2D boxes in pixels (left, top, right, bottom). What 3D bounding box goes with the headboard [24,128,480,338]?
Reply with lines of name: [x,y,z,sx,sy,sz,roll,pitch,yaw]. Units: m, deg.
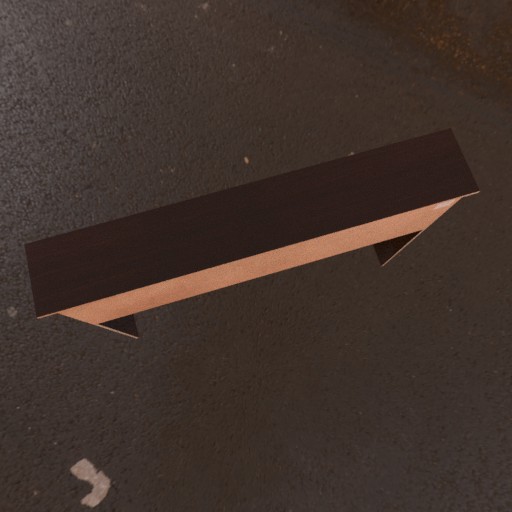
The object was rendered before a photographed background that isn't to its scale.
headboard: [0.000,0.000,2.161,1.671,1.092,0.279,-16,75,-4]
